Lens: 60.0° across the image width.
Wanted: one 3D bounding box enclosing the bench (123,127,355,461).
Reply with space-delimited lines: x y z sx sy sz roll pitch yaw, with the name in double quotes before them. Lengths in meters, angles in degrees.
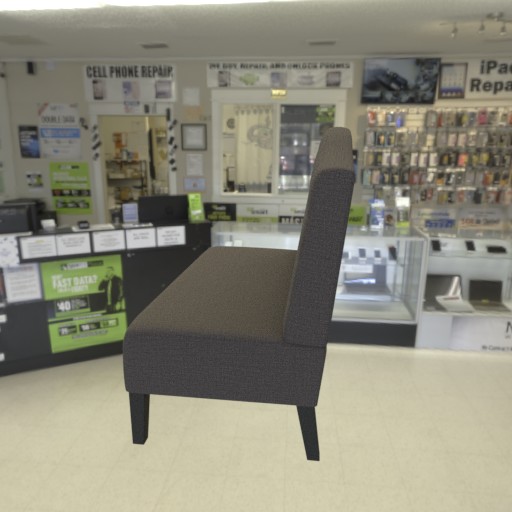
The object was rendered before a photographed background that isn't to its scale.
"bench" 0.000 0.000 2.116 0.815 1.180 1.335 2 14 8
